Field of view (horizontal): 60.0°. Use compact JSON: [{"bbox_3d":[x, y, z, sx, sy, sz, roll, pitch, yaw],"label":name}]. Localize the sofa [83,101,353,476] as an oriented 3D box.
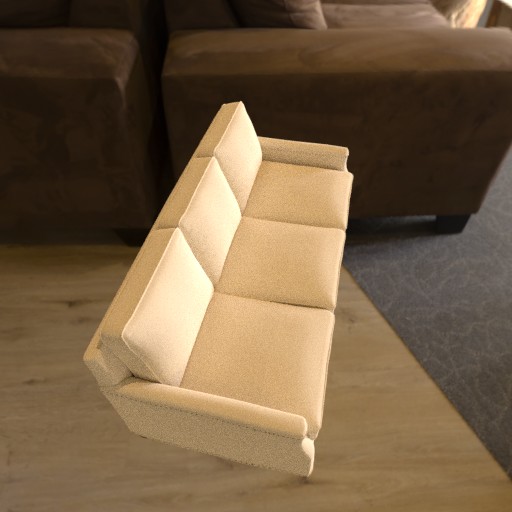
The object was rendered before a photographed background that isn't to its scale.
[{"bbox_3d":[0.000,0.000,2.804,1.084,1.003,2.246,10,48,9],"label":"sofa"}]
